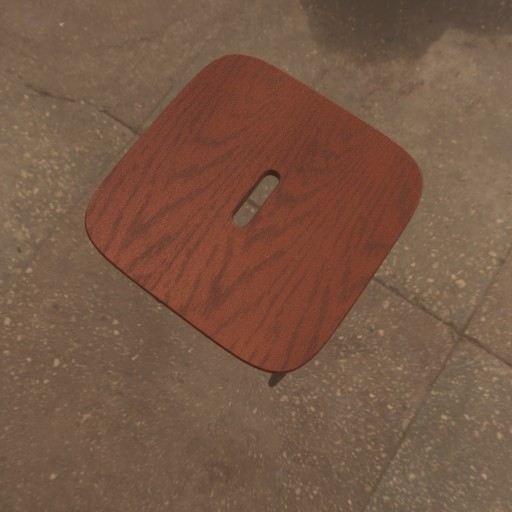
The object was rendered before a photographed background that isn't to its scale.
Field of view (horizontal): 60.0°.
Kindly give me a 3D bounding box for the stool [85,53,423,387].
[{"bbox_3d":[0.000,0.000,0.872,0.376,0.610,0.376,35,78,8],"label":"stool"}]
